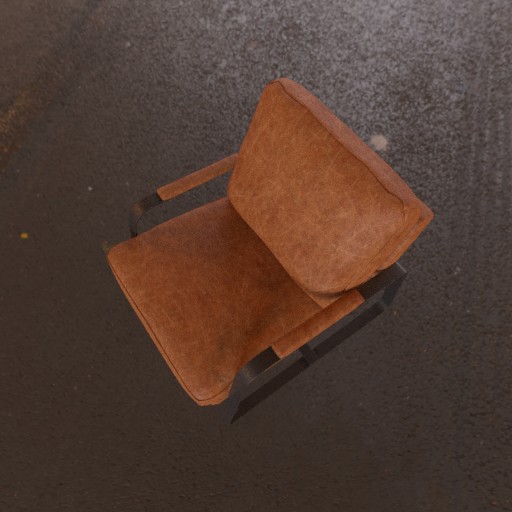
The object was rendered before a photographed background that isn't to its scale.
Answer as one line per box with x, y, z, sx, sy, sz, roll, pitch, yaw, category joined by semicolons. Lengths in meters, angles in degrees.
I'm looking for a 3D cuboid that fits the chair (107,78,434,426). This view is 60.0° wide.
0.000;0.000;1.397;0.801;0.777;0.651;-32;67;-15;chair
